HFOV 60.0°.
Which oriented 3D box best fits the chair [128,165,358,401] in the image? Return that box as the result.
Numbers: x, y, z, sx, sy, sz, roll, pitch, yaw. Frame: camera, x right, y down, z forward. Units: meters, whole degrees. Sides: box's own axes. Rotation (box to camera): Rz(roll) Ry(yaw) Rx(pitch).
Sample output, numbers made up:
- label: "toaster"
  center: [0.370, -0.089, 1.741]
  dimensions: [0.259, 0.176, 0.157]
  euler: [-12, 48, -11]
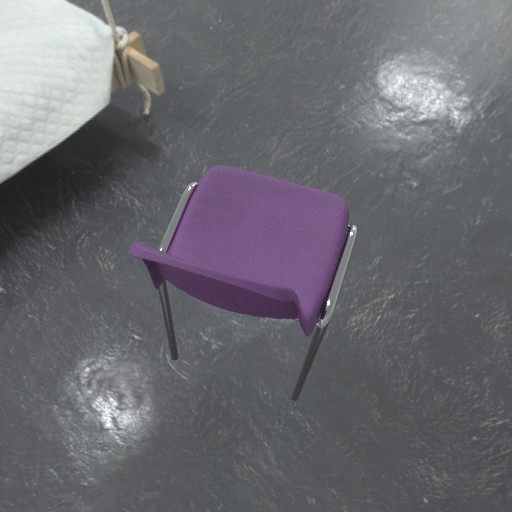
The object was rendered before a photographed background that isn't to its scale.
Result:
- label: "chair"
  center: [0.000, 0.000, 0.946]
  dimensions: [0.381, 0.704, 0.432]
  euler: [16, 64, 8]
